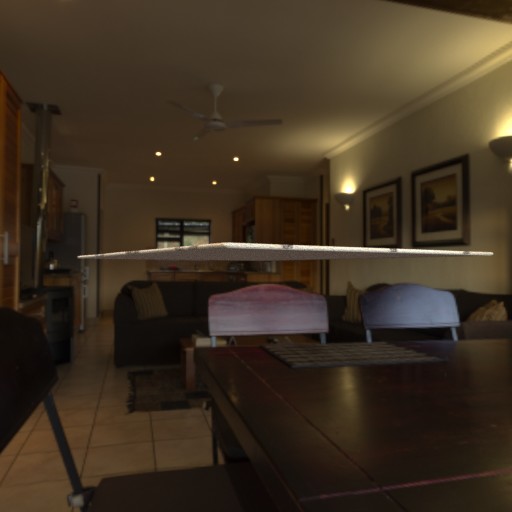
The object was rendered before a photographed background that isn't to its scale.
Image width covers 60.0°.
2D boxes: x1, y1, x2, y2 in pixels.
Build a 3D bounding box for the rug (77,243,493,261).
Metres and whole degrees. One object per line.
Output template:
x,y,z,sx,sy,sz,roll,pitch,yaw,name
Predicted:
0.000,0.000,3.962,2.399,0.026,3.000,1,-2,-34,rug
